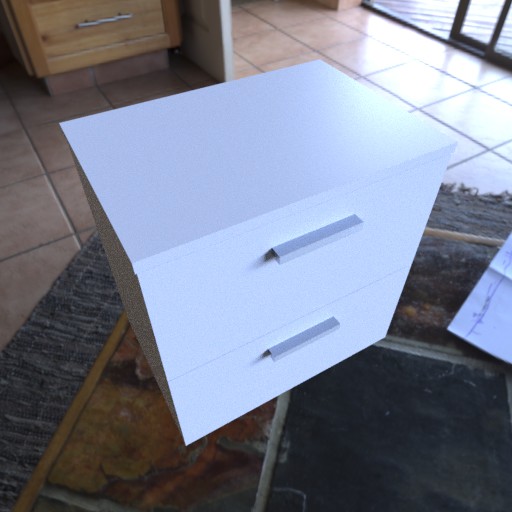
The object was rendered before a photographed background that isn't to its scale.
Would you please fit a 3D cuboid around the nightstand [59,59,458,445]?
[{"bbox_3d":[0.000,0.000,0.755,0.441,0.460,0.325,-22,50,-20],"label":"nightstand"}]
